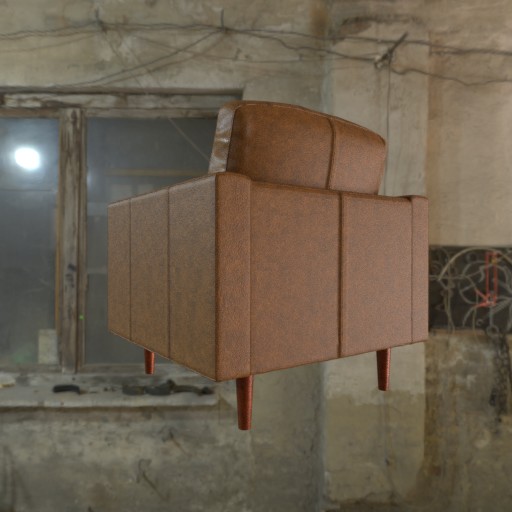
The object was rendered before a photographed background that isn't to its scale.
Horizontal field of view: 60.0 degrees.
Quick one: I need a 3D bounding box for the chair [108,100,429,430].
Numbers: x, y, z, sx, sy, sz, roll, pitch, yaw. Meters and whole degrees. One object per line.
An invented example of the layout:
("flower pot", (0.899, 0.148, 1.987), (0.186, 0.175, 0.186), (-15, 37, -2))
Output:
("chair", (0.000, 0.000, 1.708), (0.890, 0.956, 0.909), (0, 1, -35))
